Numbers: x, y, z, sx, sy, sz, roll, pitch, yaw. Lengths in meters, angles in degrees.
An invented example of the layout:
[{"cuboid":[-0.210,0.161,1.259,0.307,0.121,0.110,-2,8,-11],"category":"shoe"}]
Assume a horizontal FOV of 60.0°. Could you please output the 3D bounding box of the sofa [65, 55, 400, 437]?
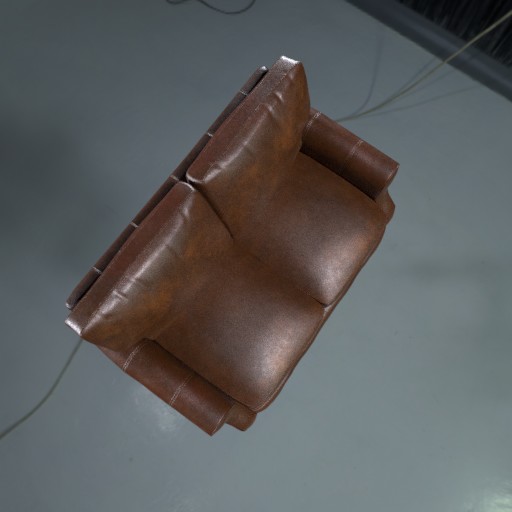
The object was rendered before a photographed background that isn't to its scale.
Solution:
[{"cuboid":[0.000,0.000,2.237,0.990,0.976,1.616,35,78,8],"category":"sofa"}]
